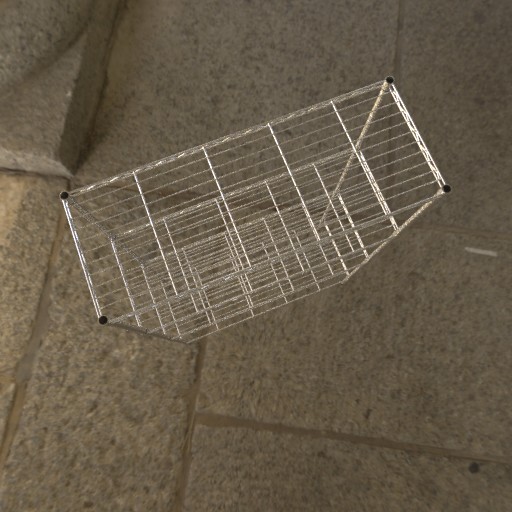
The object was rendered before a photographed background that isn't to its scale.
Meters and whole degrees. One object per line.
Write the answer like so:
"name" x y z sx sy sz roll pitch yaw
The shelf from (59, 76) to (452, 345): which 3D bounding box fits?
"shelf" 0.000 0.000 1.750 0.907 1.360 0.352 -21 77 -5
